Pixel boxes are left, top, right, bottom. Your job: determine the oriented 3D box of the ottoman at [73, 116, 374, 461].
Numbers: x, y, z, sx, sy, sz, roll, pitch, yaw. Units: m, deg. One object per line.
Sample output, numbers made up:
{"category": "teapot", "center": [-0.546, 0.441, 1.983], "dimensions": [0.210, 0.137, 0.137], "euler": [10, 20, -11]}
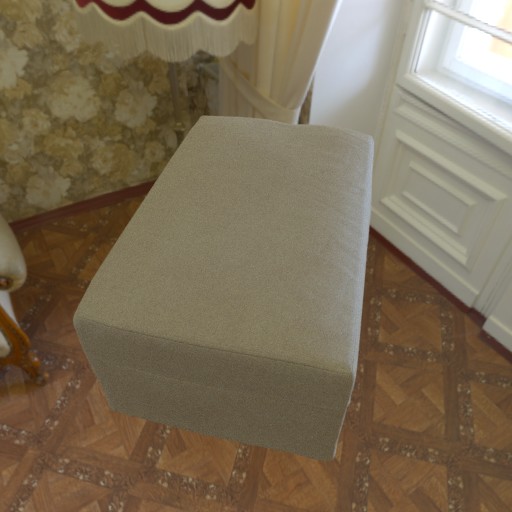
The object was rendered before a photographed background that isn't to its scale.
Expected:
{"category": "ottoman", "center": [0.000, 0.000, 1.219], "dimensions": [0.590, 0.444, 0.872], "euler": [9, 46, 9]}
